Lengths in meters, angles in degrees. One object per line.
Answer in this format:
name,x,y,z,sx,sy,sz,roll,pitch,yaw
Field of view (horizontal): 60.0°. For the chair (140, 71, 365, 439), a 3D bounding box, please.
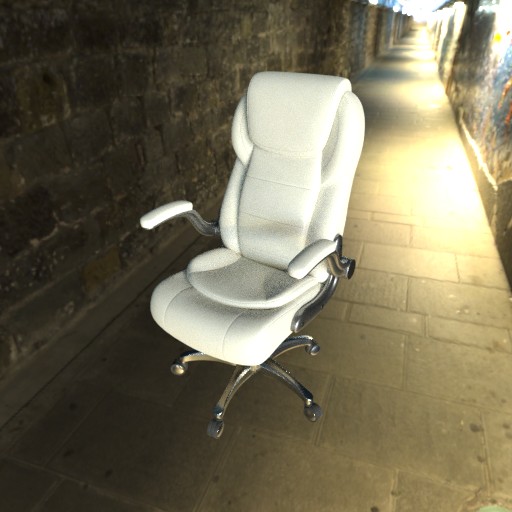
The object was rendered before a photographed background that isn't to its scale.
chair,0.000,0.000,1.814,0.755,1.330,0.806,18,33,29
